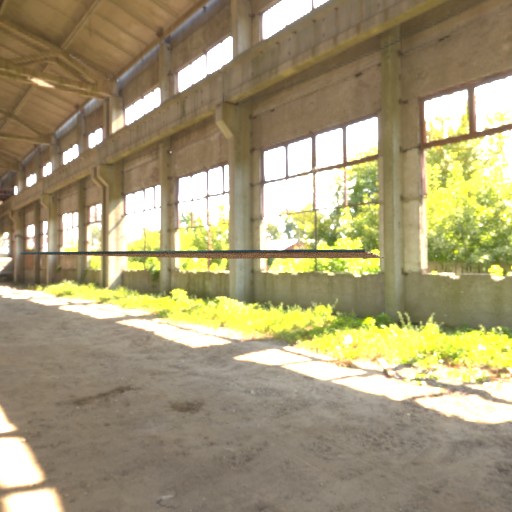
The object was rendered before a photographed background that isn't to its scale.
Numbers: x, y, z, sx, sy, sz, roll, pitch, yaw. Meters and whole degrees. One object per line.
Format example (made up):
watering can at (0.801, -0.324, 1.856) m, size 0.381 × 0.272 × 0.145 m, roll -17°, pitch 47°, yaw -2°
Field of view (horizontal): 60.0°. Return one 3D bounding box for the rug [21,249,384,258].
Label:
rug at (0.000, 0.000, 2.293) m, size 1.221 × 0.009 × 1.825 m, roll 0°, pitch -1°, yaw 18°
